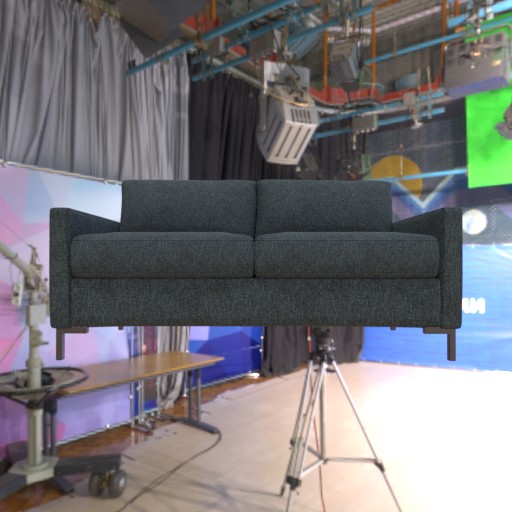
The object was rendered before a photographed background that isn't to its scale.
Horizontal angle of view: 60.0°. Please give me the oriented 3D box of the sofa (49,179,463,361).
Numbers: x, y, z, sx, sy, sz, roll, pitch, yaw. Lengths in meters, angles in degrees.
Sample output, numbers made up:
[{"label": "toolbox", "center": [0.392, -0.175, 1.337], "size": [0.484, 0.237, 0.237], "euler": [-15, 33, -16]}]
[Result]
[{"label": "sofa", "center": [0.000, 0.000, 2.209], "size": [1.716, 0.862, 0.866], "euler": [0, -1, 1]}]
